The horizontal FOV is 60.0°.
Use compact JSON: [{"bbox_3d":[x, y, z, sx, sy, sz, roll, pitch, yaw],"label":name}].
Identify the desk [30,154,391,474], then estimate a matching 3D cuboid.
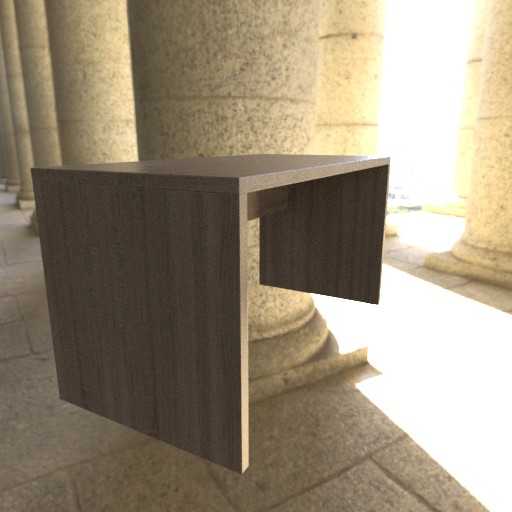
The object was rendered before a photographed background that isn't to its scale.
[{"bbox_3d":[0.000,0.000,1.767,0.690,0.745,1.380,8,17,28],"label":"desk"}]
